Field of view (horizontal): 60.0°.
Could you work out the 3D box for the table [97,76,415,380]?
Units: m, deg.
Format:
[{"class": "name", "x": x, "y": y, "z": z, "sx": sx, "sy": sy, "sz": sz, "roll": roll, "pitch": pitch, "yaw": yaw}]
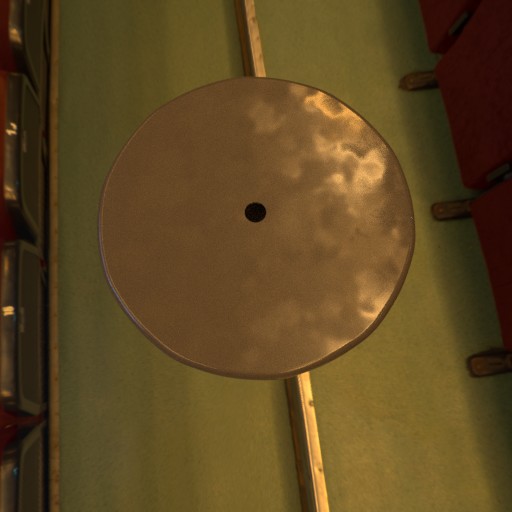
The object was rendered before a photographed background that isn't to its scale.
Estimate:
[{"class": "table", "x": 0.000, "y": 0.000, "z": 0.665, "sx": 0.352, "sy": 0.387, "sz": 0.352, "roll": 0, "pitch": 76, "yaw": 0}]
